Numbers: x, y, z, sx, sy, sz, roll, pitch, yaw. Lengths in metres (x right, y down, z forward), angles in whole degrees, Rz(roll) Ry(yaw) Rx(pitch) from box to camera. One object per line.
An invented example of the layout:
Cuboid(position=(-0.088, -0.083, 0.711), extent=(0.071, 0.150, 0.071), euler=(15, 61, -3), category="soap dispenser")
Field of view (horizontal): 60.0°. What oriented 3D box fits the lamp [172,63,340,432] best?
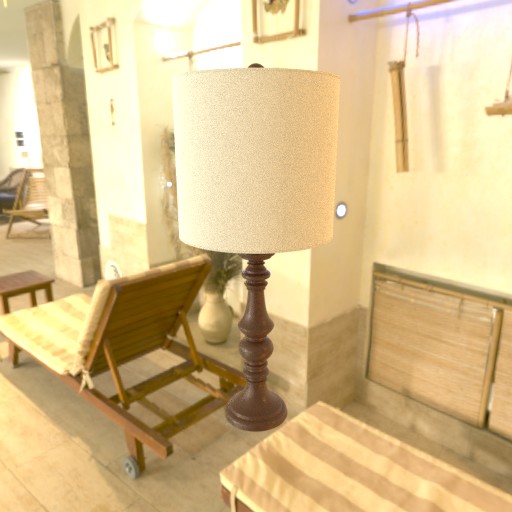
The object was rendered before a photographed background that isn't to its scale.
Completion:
Cuboid(position=(0.000, 0.000, 0.741), extent=(0.250, 0.597, 0.250), euler=(-15, 21, -43), category="lamp")
